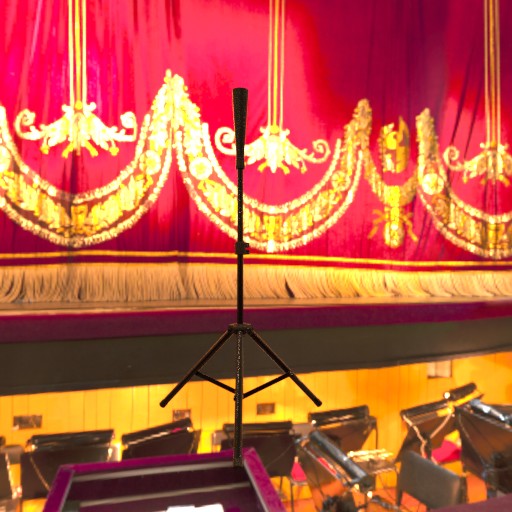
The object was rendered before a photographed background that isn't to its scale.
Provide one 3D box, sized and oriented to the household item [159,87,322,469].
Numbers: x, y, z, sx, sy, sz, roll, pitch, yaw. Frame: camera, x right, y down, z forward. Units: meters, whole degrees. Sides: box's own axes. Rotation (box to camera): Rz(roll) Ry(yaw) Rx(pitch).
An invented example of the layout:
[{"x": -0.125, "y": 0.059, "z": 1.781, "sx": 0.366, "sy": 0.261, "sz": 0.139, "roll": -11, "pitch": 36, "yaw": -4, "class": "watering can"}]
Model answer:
[{"x": 0.000, "y": 0.000, "z": 1.392, "sx": 0.559, "sy": 1.067, "sz": 0.559, "roll": 0, "pitch": -1, "yaw": -16, "class": "household item"}]
